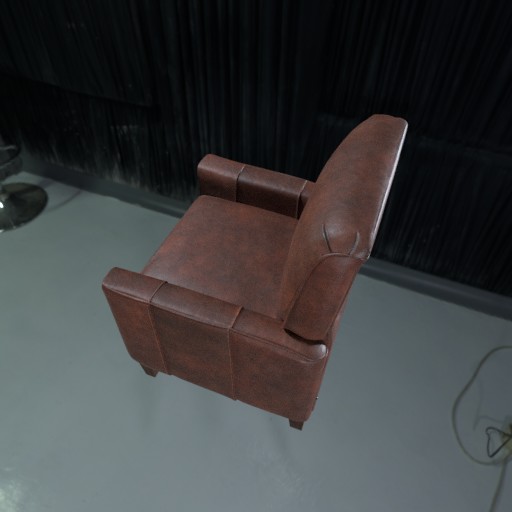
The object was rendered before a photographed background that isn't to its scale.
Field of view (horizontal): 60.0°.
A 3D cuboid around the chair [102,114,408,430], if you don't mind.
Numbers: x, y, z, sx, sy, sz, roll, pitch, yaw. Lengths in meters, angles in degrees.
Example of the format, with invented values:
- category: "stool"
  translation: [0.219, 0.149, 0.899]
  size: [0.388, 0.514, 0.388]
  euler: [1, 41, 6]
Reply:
- category: "chair"
  translation: [0.000, 0.000, 1.706]
  size: [0.836, 1.043, 0.843]
  euler: [16, 48, 15]
